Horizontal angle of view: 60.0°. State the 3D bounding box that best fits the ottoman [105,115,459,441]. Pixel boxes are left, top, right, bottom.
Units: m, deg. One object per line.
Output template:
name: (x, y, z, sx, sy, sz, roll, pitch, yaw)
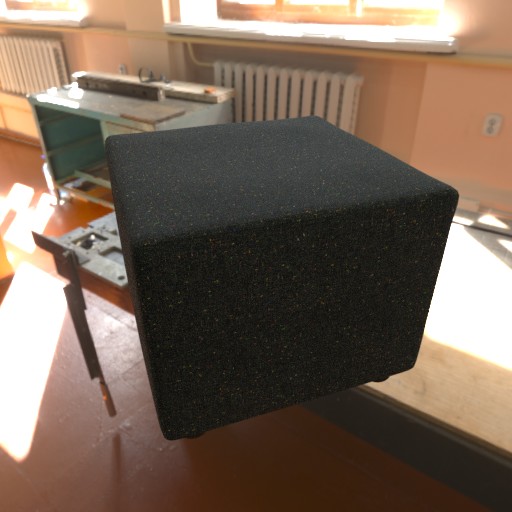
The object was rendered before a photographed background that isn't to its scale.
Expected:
ottoman: (0.000, 0.000, 0.900, 0.508, 0.432, 0.508, -11, 33, -17)
